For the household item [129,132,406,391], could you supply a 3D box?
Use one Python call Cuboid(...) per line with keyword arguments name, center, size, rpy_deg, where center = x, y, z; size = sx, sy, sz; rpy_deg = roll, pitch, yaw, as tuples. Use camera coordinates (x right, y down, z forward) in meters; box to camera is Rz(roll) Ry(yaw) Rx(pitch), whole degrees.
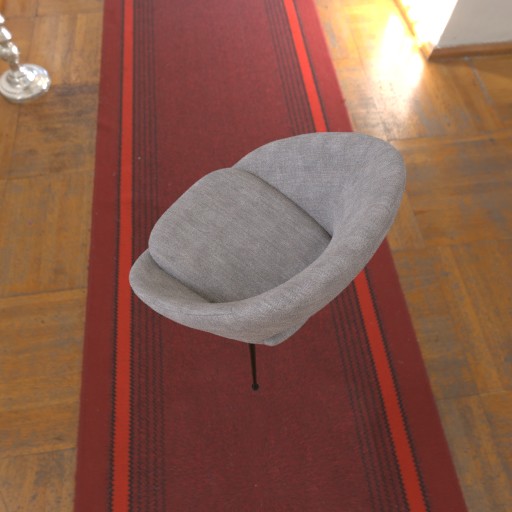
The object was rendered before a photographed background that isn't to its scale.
Cuboid(name="household item", center=(0.000, 0.000, 1.270), size=(0.587, 0.869, 0.643), rpy_deg=(35, 68, 16))
